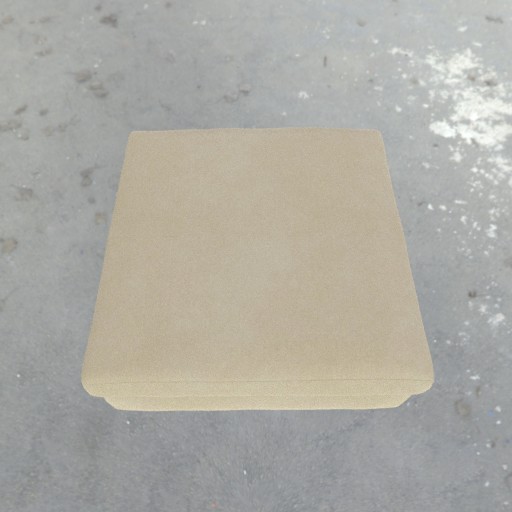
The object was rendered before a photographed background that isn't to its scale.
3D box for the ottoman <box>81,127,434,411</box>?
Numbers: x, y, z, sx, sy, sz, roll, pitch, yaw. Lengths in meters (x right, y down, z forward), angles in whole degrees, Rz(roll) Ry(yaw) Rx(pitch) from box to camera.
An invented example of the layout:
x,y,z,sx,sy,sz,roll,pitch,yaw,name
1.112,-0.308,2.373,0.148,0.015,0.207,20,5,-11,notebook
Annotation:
x,y,z,sx,sy,sz,roll,pitch,yaw,name
0.000,0.000,1.886,1.190,0.522,1.205,0,58,0,ottoman
